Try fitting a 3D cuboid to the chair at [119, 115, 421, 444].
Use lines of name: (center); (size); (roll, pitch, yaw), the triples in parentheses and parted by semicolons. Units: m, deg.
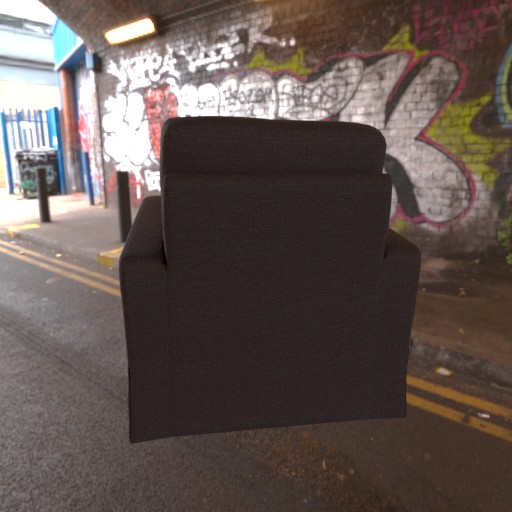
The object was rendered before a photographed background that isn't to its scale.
chair: (0.000, 0.000, 1.494); (0.798, 0.855, 0.863); (-2, 13, -8)
